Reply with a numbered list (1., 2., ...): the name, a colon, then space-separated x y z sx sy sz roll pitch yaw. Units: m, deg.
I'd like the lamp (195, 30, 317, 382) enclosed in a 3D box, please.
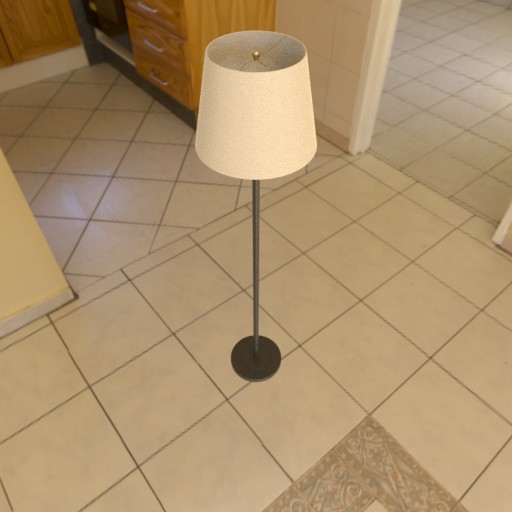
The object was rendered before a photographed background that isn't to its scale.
1. lamp: 0.000 0.000 1.619 0.348 1.473 0.348 32 55 27
